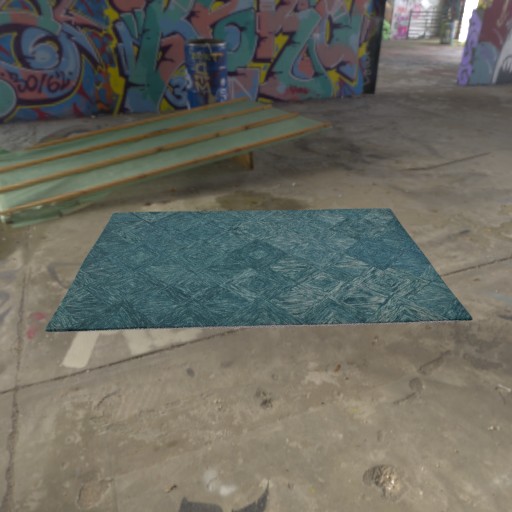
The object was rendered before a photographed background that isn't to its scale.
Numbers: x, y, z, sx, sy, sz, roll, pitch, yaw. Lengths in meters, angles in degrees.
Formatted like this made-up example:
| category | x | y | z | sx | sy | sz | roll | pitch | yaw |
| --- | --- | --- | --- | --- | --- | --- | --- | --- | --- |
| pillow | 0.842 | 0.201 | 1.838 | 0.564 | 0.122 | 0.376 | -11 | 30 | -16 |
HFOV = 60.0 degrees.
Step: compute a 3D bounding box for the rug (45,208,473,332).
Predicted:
| category | x | y | z | sx | sy | sz | roll | pitch | yaw |
| --- | --- | --- | --- | --- | --- | --- | --- | --- | --- |
| rug | 0.000 | 0.000 | 2.263 | 1.728 | 0.017 | 1.136 | -1 | 30 | -2 |
